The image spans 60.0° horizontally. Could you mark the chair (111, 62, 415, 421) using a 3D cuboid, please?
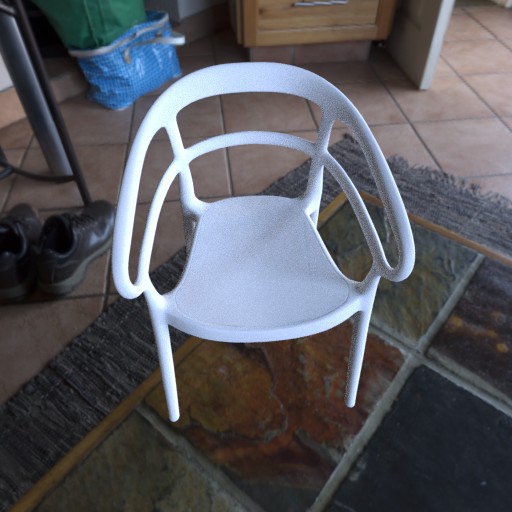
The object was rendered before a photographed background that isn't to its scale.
[{"bbox_3d":[0.000,0.000,1.128,0.559,0.761,0.527,-3,47,-3],"label":"chair"}]
